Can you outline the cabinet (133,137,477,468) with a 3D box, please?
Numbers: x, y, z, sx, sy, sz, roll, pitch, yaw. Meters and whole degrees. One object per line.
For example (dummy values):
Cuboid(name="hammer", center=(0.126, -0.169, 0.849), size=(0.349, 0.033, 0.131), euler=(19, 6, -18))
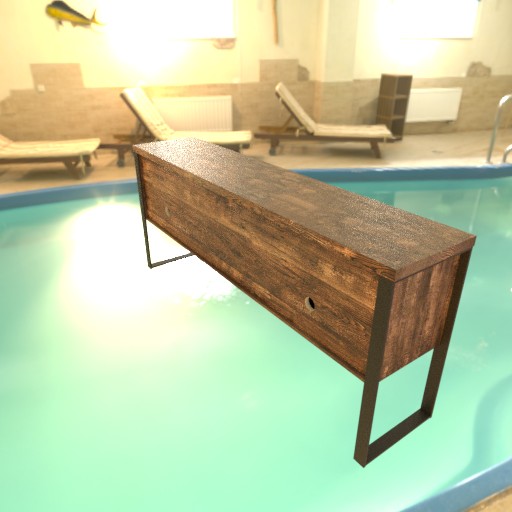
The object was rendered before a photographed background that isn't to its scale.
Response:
Cuboid(name="cabinet", center=(0.000, 0.000, 2.083), size=(0.395, 0.762, 1.800), euler=(-18, 32, -32))
